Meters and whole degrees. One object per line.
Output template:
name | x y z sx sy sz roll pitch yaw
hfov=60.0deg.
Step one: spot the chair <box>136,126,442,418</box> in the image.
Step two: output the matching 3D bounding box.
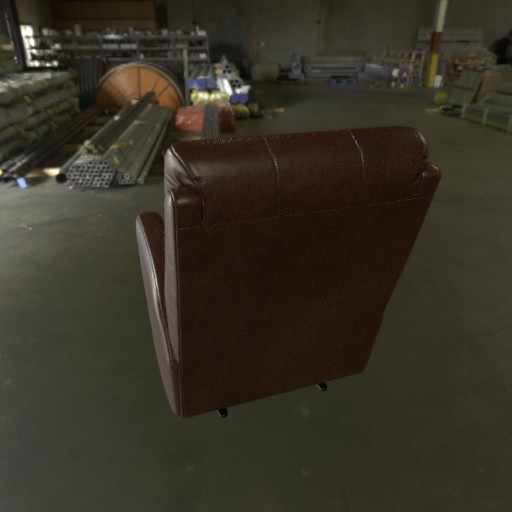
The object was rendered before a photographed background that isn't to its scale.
chair | 0.000 0.000 1.621 0.787 1.016 0.939 -9 28 -17
